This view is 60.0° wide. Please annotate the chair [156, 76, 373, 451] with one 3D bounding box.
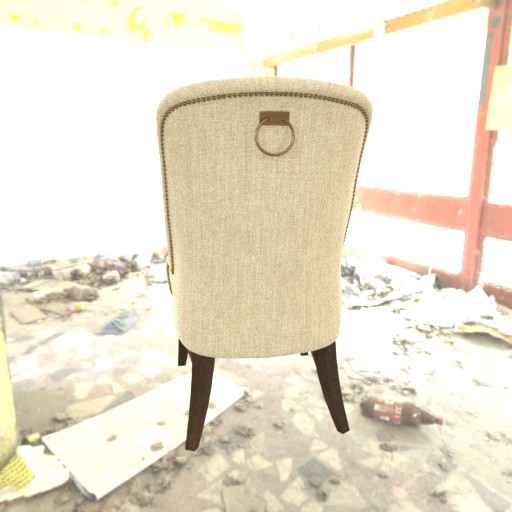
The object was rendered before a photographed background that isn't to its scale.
[{"bbox_3d":[0.000,0.000,1.533,0.634,1.091,0.629,-3,15,-10],"label":"chair"}]
